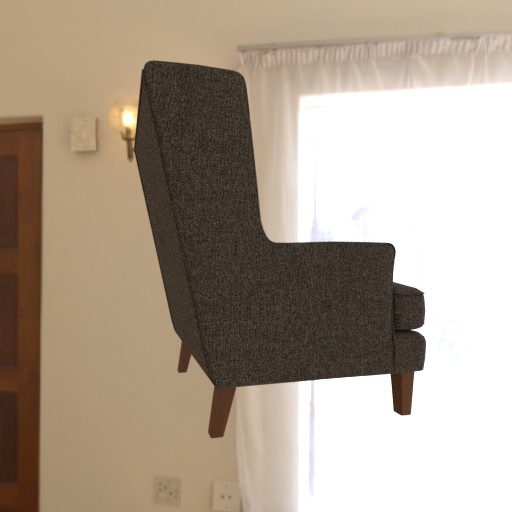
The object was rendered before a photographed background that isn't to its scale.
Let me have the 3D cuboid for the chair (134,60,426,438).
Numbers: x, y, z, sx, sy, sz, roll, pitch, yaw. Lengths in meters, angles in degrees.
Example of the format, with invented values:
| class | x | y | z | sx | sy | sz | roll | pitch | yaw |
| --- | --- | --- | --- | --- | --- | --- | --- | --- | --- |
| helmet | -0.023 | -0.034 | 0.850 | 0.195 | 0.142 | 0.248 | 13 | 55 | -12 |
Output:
| class | x | y | z | sx | sy | sz | roll | pitch | yaw |
| --- | --- | --- | --- | --- | --- | --- | --- | --- | --- |
| chair | 0.000 | 0.000 | 1.783 | 0.927 | 1.082 | 0.942 | 0 | 0 | -17 |
